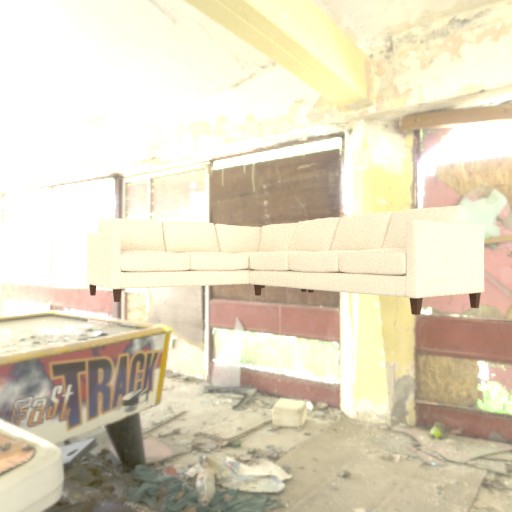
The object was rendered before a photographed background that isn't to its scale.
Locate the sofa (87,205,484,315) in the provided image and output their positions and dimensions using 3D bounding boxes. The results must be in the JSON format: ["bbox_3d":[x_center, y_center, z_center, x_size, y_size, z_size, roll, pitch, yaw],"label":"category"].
[{"bbox_3d":[0.000,0.000,4.285,2.432,0.863,3.182,0,-1,-34],"label":"sofa"}]
